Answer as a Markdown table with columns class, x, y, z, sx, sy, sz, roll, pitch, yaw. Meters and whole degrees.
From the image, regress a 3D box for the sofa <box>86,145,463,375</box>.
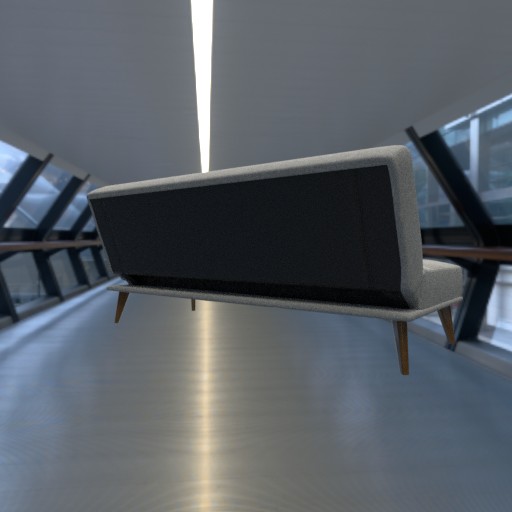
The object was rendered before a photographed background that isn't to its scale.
| class | x | y | z | sx | sy | sz | roll | pitch | yaw |
| --- | --- | --- | --- | --- | --- | --- | --- | --- | --- |
| sofa | 0.000 | 0.000 | 2.291 | 1.800 | 0.810 | 0.860 | 1 | 2 | 38 |
